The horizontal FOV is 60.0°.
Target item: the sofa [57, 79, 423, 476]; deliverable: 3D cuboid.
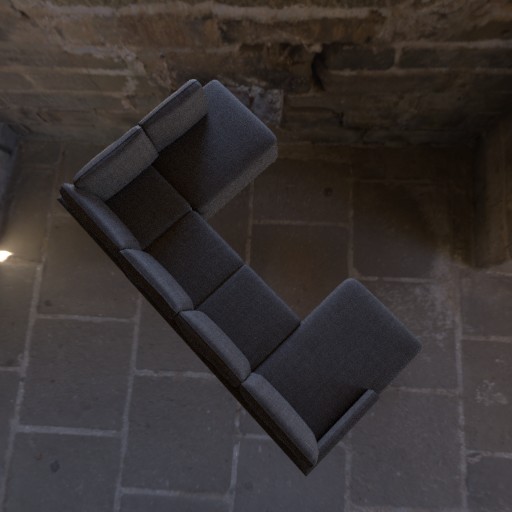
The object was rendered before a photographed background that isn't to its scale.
[{"bbox_3d":[0.000,0.000,4.297,2.048,0.999,3.423,-43,80,-9],"label":"sofa"}]
